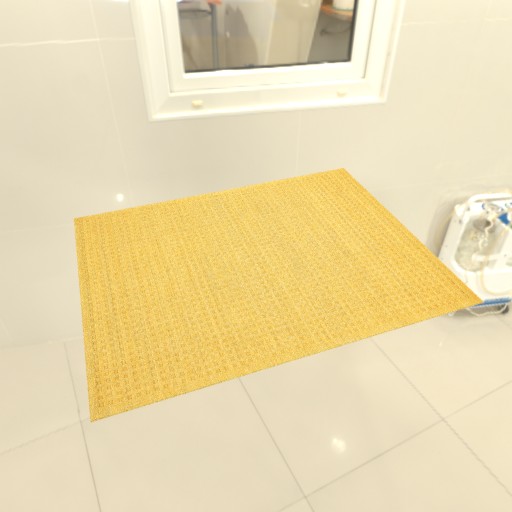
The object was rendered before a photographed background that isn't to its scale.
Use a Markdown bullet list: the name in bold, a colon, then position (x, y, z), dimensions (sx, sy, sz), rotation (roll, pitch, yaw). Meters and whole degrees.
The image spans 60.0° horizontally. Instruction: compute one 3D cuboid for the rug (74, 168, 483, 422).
- **rug**: position (0.000, 0.000, 4.269), dimensions (3.242, 0.015, 2.486), rotation (-13, 42, -15)
